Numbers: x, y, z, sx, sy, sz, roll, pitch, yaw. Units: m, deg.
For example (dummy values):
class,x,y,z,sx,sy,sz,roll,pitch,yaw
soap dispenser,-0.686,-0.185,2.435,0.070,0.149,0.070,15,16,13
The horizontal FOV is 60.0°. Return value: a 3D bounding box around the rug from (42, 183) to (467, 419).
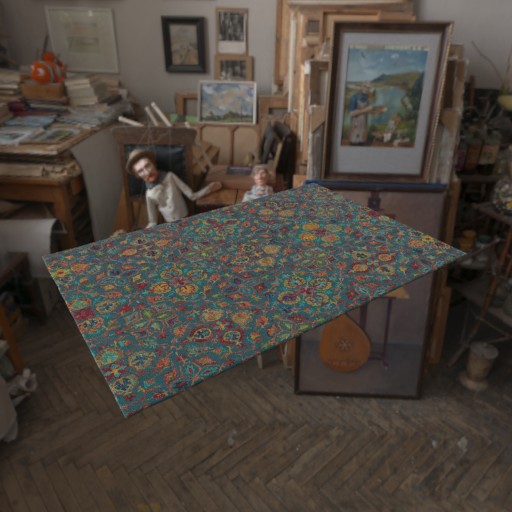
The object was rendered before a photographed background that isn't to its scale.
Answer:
class,x,y,z,sx,sy,sz,roll,pitch,yaw
rug,0.000,0.000,2.289,1.836,0.014,1.216,-19,36,-29
